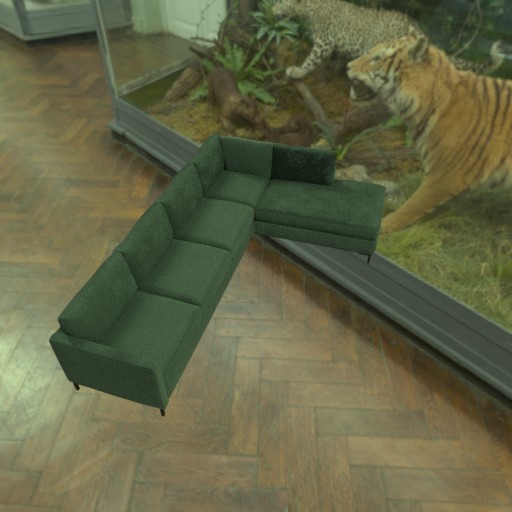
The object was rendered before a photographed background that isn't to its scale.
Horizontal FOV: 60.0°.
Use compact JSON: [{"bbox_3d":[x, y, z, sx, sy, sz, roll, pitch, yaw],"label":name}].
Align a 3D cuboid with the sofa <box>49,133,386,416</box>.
[{"bbox_3d":[0.000,0.000,3.281,1.707,0.687,2.486,12,43,13],"label":"sofa"}]
